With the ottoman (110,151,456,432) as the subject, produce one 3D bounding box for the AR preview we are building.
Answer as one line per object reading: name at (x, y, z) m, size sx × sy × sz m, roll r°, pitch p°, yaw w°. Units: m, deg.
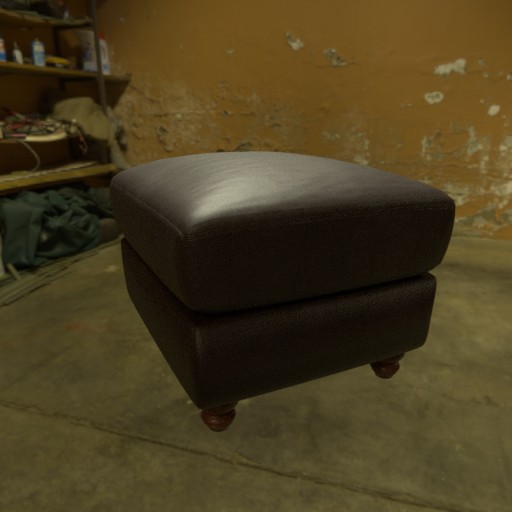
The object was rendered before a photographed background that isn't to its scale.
ottoman at (0.000, 0.000, 1.261) m, size 0.670 × 0.569 × 0.806 m, roll -8°, pitch 18°, yaw -25°
